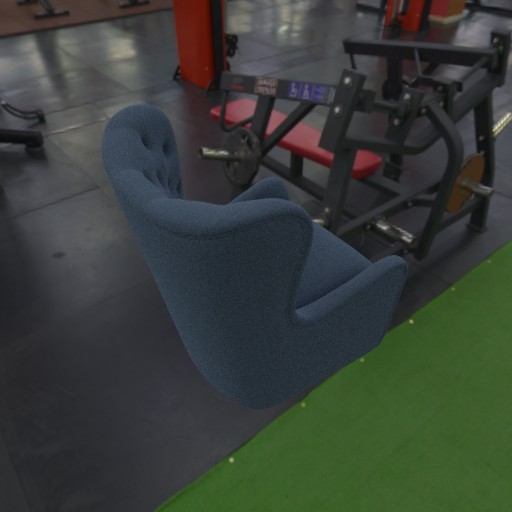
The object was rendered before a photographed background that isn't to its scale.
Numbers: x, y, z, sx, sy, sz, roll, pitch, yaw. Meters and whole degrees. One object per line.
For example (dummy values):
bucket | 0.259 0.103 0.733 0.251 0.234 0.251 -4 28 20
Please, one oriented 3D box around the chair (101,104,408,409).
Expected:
chair | 0.000 0.000 1.749 0.930 1.079 0.831 -25 46 -27
